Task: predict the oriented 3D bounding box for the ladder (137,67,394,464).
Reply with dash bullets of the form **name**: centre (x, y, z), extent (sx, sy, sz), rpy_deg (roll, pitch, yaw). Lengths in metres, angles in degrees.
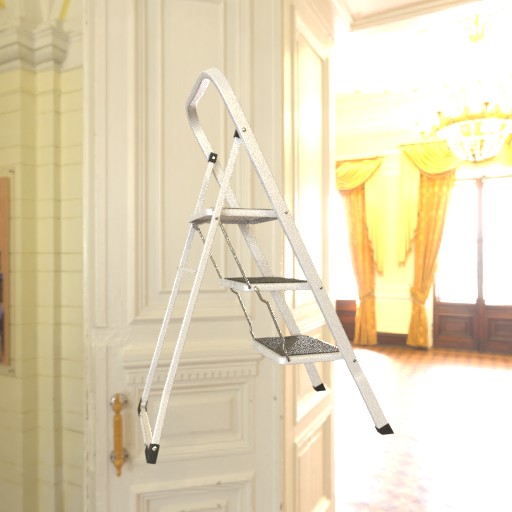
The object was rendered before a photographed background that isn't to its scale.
- **ladder**: centre (0.000, 0.000, 1.414), extent (0.711, 1.050, 0.460), rpy_deg (0, 0, -18)
